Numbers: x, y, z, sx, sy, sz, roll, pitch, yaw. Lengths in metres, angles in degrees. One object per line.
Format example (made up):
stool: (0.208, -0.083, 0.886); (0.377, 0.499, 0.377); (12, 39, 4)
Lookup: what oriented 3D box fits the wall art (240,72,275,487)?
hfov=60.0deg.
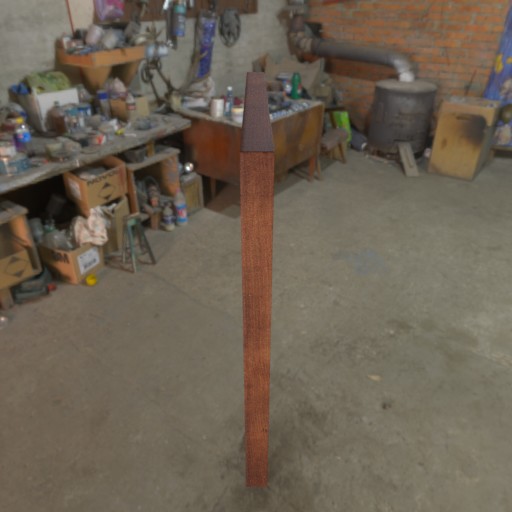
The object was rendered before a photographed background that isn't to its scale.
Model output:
wall art: (0.000, 0.000, 0.838); (0.037, 0.572, 0.554); (0, 30, 0)
